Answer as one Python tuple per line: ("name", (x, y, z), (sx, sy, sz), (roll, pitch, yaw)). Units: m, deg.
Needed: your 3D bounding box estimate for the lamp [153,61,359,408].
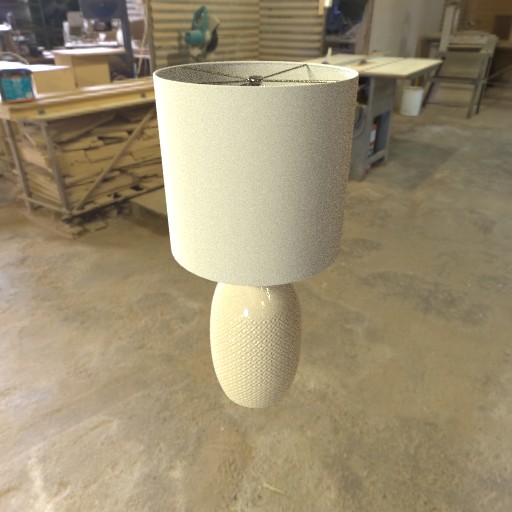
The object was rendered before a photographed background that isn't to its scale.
("lamp", (0.000, 0.000, 0.585), (0.217, 0.453, 0.217), (20, 35, 31))
